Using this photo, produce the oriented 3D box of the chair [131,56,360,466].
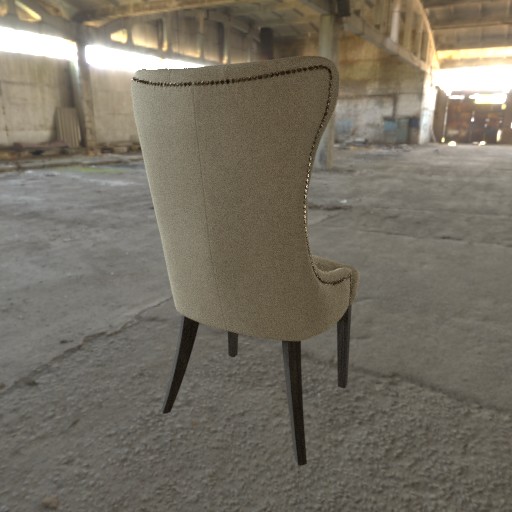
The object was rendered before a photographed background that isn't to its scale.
[{"bbox_3d":[0.000,0.000,1.375,0.584,1.065,0.590,9,19,27],"label":"chair"}]
